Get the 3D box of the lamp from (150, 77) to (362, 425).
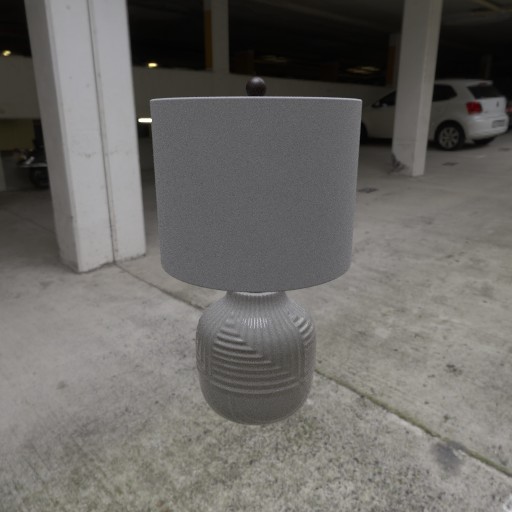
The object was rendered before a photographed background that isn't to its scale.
[{"bbox_3d":[0.000,0.000,0.755,0.318,0.567,0.318,0,18,0],"label":"lamp"}]
